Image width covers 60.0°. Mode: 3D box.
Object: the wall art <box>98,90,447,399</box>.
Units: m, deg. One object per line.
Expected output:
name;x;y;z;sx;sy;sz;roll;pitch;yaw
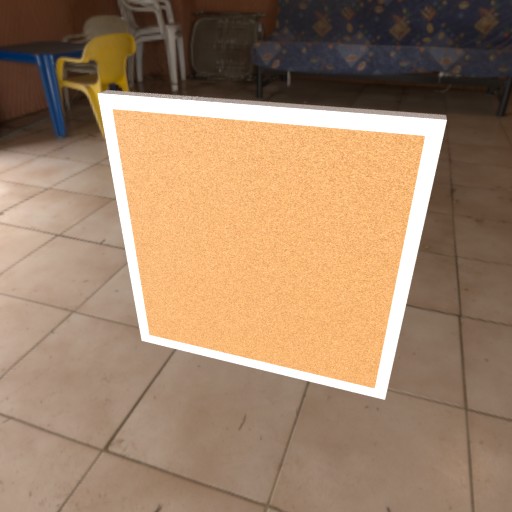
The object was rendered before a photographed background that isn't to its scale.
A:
wall art;0.000;0.000;1.142;0.762;0.762;0.038;10;33;15
